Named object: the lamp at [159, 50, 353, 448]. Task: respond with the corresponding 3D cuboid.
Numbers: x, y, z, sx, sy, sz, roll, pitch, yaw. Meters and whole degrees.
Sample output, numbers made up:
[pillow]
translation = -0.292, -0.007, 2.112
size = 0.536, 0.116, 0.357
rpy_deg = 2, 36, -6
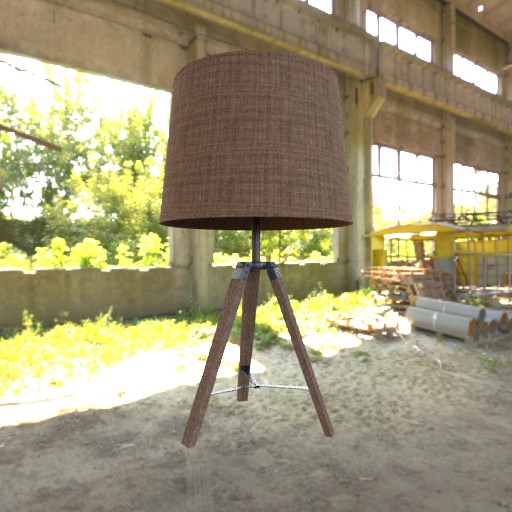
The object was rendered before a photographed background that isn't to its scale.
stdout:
[lamp]
translation = 0.000, 0.000, 0.677
size = 0.290, 0.514, 0.290
rpy_deg = 0, 0, 0
